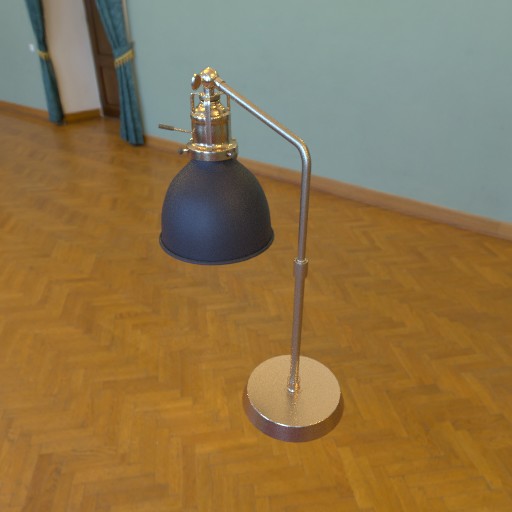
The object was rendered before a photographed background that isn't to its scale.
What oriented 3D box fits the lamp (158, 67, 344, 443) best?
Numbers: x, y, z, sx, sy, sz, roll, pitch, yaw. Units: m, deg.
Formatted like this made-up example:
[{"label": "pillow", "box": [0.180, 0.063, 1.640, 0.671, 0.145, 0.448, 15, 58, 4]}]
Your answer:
[{"label": "lamp", "box": [0.000, 0.000, 0.591, 0.291, 0.456, 0.160, 20, 36, 29]}]
